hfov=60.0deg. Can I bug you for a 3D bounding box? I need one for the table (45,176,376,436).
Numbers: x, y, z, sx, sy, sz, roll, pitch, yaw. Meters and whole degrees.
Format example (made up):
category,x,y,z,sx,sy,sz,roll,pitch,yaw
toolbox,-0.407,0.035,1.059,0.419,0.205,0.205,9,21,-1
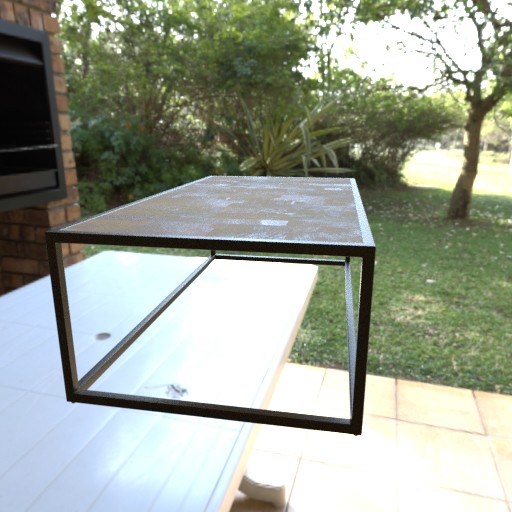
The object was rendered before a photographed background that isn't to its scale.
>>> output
category,x,y,z,sx,sy,sz,roll,pitch,yaw
table,0.000,0.000,1.457,0.649,0.398,1.199,3,16,10
